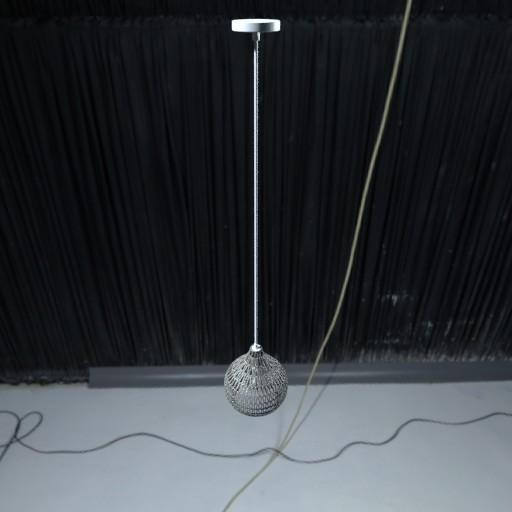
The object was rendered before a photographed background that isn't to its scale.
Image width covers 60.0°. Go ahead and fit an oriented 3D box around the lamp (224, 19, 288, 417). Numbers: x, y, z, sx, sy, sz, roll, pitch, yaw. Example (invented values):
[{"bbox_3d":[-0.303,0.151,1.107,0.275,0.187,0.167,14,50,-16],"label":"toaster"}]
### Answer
[{"bbox_3d":[0.000,0.000,2.043,0.355,1.919,0.355,-1,31,-1],"label":"lamp"}]
